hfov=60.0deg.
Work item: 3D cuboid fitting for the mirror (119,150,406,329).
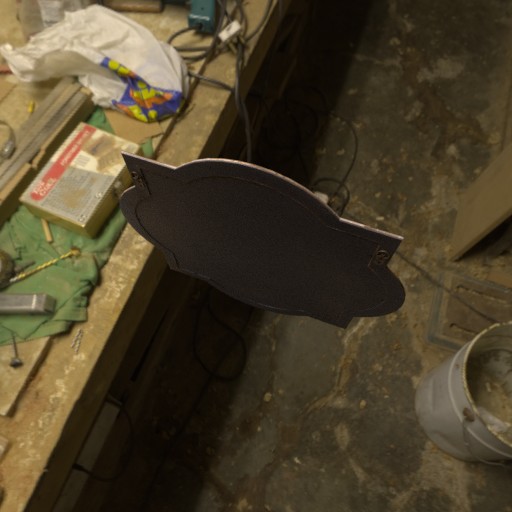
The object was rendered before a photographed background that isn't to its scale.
[{"bbox_3d":[0.000,0.000,1.056,0.686,0.686,0.019,18,66,9],"label":"mirror"}]
